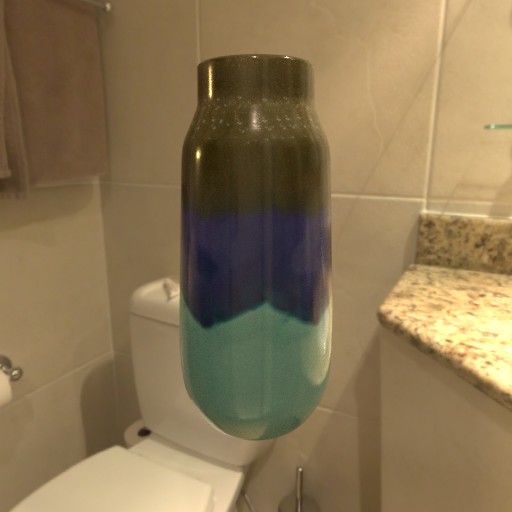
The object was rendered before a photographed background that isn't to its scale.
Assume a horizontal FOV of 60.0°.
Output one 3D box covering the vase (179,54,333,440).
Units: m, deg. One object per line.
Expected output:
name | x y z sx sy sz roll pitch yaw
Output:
vase | 0.000 0.000 0.389 0.139 0.313 0.139 0 14 0
